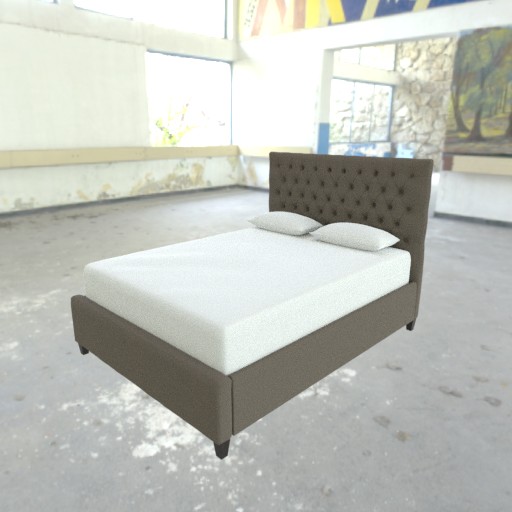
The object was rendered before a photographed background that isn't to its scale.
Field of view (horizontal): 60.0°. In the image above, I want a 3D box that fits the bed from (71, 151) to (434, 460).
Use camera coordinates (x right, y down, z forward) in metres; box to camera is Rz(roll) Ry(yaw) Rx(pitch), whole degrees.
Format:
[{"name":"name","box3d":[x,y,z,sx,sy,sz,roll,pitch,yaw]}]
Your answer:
[{"name":"bed","box3d":[0.000,0.000,3.387,1.696,1.426,2.233,15,22,42]}]
